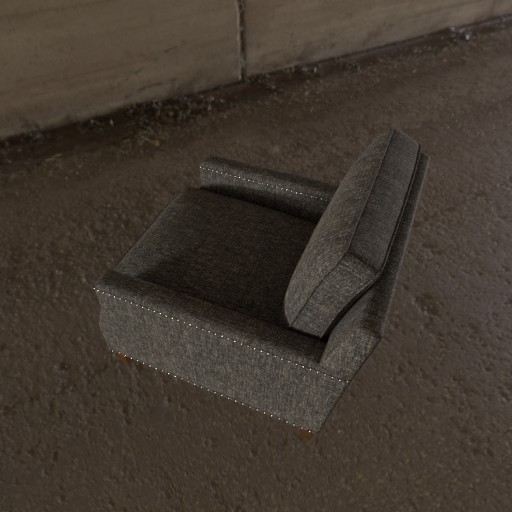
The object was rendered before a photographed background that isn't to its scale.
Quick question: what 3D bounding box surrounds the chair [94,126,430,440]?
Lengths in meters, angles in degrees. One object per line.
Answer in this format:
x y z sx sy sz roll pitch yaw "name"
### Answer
0.000 0.000 1.704 1.014 0.943 0.853 17 49 16 "chair"
